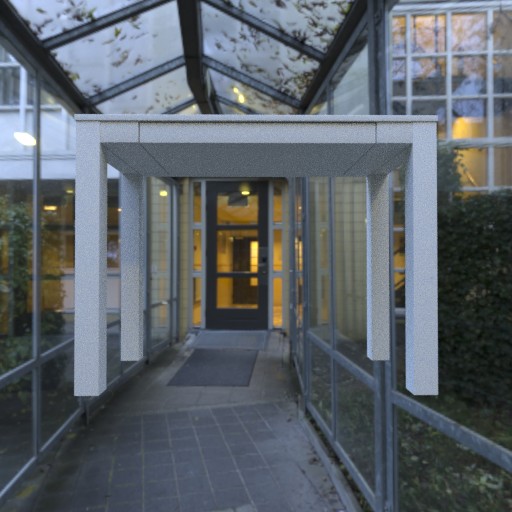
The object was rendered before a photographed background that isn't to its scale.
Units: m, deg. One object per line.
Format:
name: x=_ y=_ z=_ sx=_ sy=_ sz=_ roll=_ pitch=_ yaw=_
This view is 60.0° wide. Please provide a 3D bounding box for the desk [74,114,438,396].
desk: x=0.000 y=0.000 z=1.450 sx=0.990 sy=0.762 sz=0.497 roll=0 pitch=-1 yaw=-1
